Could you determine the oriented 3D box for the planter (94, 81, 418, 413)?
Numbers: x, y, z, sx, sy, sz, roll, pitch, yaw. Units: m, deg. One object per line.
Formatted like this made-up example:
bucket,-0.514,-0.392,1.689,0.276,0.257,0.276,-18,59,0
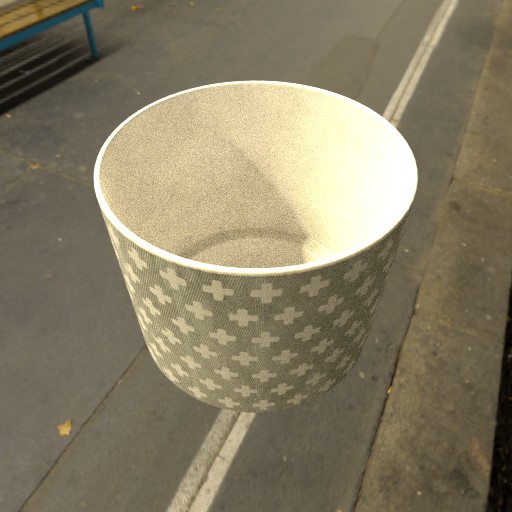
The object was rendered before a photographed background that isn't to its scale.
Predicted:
planter,0.000,0.000,0.438,0.250,0.239,0.250,0,47,0
